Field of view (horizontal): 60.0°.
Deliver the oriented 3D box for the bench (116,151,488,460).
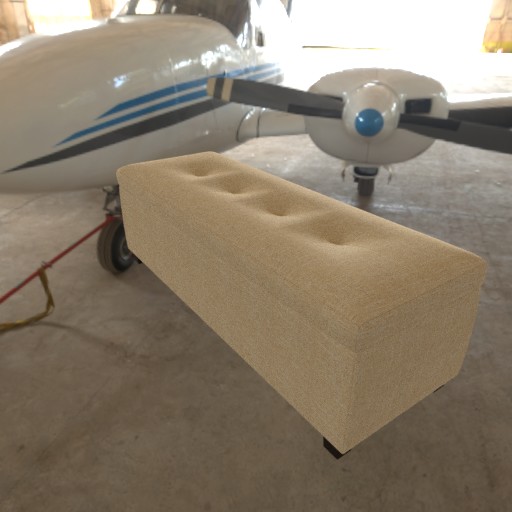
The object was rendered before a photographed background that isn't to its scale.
[{"bbox_3d":[0.000,0.000,1.398,0.432,0.406,1.219,-18,32,-31],"label":"bench"}]
